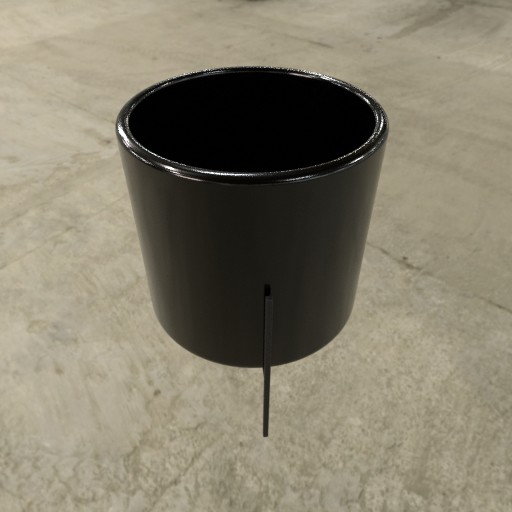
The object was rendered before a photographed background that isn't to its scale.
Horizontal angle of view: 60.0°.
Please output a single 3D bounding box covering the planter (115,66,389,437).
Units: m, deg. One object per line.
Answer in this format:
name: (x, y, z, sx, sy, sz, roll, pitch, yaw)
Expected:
planter: (0.000, 0.000, 0.634, 0.310, 0.432, 0.310, -14, 43, -16)
